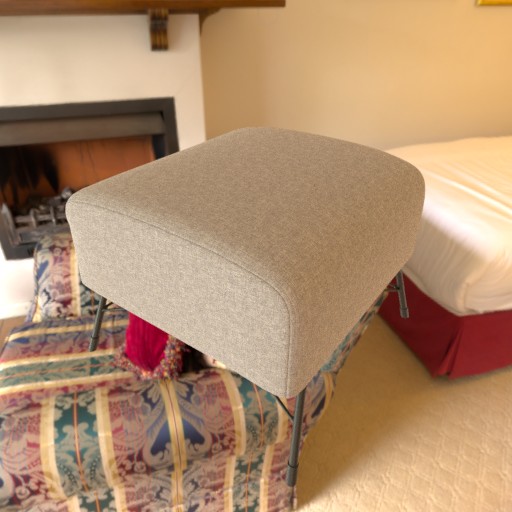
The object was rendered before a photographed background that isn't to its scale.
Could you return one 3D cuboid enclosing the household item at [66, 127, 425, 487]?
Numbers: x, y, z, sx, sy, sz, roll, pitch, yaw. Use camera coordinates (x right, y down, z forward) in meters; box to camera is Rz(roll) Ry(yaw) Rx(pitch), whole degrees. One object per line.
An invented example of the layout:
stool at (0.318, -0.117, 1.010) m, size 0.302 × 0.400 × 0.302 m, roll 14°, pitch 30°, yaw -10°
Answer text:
household item at (0.000, 0.000, 0.909) m, size 0.530 × 0.410 × 0.530 m, roll 21°, pitch 38°, yaw 30°
